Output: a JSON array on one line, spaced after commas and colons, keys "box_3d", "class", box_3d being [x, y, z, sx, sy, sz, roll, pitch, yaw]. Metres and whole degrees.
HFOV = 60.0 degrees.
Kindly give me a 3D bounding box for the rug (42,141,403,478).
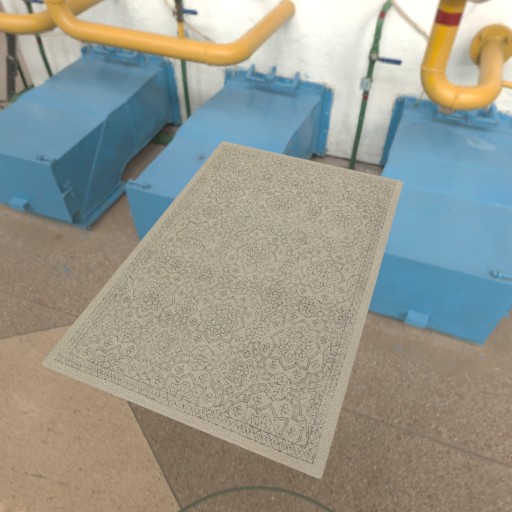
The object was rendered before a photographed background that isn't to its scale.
[{"box_3d": [0.000, 0.000, 2.288, 1.219, 0.010, 1.829, 16, 49, 15], "class": "rug"}]
